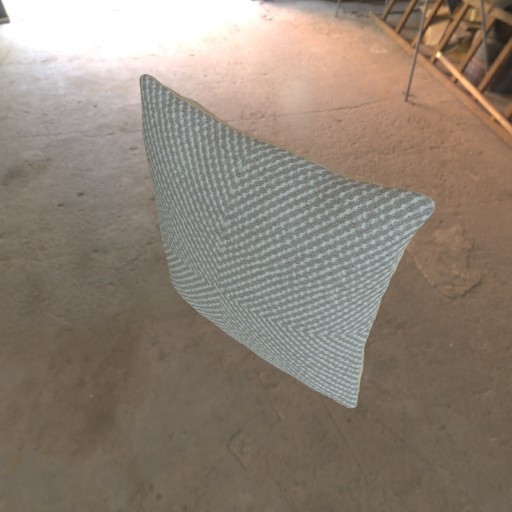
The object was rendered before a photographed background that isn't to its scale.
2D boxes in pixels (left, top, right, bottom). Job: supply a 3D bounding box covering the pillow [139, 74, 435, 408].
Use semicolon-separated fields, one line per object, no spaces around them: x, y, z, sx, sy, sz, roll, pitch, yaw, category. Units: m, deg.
0.000;0.000;0.709;0.459;0.458;0.181;31;54;26;pillow
